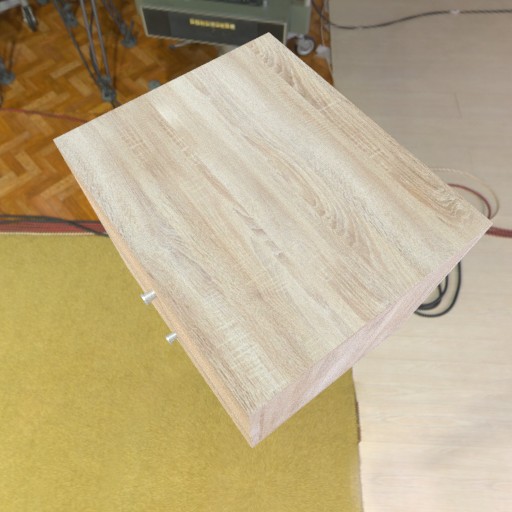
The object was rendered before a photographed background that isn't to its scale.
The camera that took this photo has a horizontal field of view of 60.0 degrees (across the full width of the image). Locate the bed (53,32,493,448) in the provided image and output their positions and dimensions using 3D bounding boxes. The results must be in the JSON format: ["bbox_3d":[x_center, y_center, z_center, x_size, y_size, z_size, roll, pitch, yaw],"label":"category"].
[{"bbox_3d":[0.000,0.000,0.771,0.401,0.420,0.460,-34,67,-16],"label":"bed"}]
